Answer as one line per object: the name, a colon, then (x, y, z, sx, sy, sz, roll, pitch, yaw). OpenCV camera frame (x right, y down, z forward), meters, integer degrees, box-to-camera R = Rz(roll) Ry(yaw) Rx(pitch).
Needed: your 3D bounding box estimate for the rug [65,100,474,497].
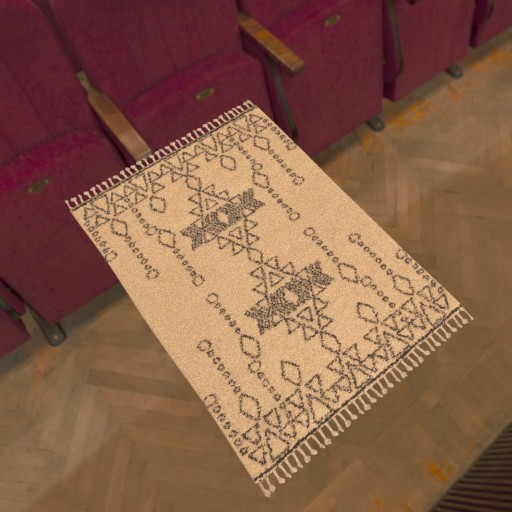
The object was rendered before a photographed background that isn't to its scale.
rug: (0.000, 0.000, 3.816, 2.125, 0.028, 3.027, -34, 68, -16)
